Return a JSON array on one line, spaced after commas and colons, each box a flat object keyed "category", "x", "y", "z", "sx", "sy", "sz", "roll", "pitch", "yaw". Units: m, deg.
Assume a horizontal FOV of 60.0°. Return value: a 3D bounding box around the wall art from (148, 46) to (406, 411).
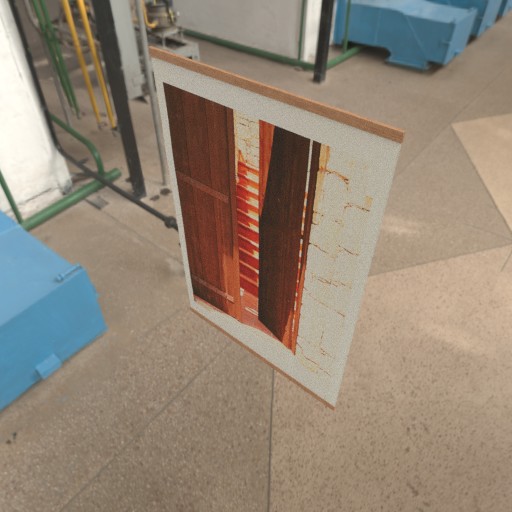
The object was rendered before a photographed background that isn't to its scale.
[{"category": "wall art", "x": 0.000, "y": 0.000, "z": 1.929, "sx": 1.019, "sy": 1.527, "sz": 0.019, "roll": 30, "pitch": 51, "yaw": 27}]
